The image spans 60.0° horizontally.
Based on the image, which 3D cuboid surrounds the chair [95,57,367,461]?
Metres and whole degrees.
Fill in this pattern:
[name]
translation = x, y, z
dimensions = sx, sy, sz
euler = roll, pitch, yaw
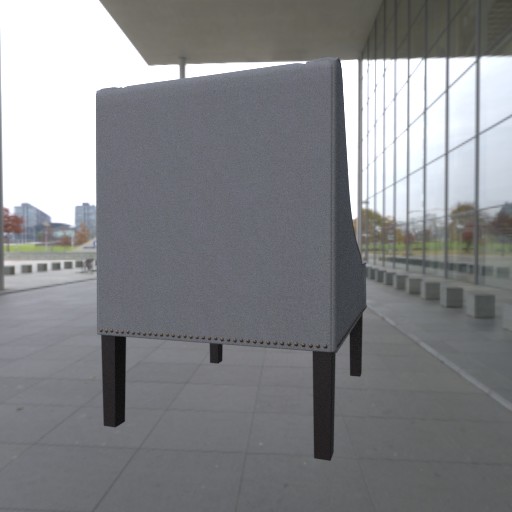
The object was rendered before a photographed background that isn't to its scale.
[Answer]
[chair]
translation = 0.000, 0.000, 1.376
dimensions = 0.631, 0.867, 0.747
euler = 0, 1, 19
